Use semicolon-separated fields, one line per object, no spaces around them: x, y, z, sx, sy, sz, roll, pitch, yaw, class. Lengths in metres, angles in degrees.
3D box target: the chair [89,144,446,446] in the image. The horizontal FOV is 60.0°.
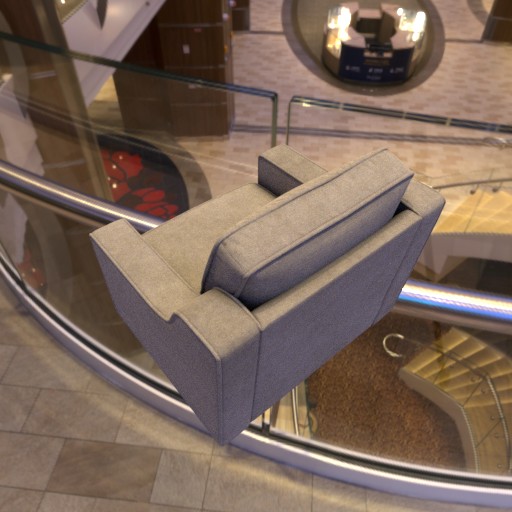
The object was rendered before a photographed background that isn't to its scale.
0.000;0.000;1.658;0.926;0.944;0.840;-31;53;-27;chair
